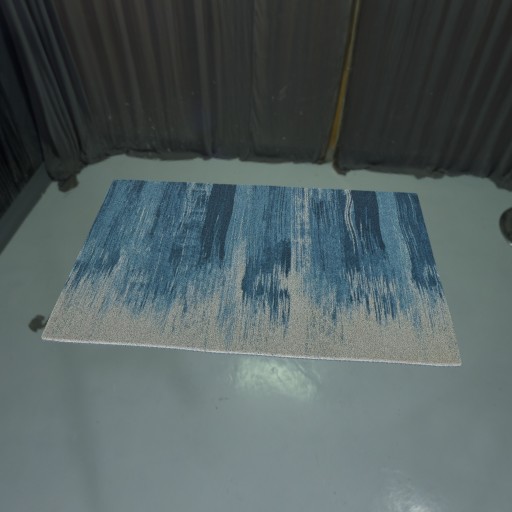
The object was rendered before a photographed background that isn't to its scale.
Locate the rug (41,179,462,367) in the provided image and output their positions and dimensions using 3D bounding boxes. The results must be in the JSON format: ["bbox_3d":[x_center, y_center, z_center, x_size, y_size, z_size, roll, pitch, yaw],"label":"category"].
[{"bbox_3d":[0.000,0.000,3.053,2.450,0.027,1.540,3,48,3],"label":"rug"}]
